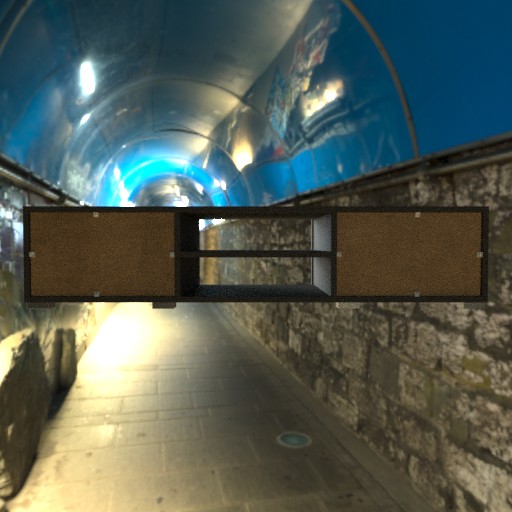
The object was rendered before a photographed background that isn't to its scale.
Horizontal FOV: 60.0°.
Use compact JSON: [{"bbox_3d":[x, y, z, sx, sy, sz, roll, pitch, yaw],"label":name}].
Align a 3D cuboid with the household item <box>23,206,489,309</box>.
[{"bbox_3d":[0.000,0.000,1.544,1.400,0.310,0.420,0,2,0],"label":"household item"}]
